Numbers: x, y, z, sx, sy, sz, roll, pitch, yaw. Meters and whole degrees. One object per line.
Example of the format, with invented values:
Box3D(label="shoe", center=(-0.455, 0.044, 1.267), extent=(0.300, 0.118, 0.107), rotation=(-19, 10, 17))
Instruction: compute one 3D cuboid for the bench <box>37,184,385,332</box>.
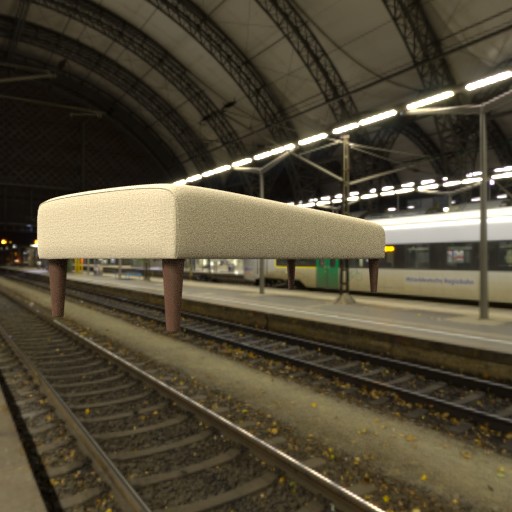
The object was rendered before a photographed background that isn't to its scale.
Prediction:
Box3D(label="bench", center=(0.000, 0.000, 1.903), extent=(0.646, 0.393, 1.609), rotation=(0, 0, 34))
